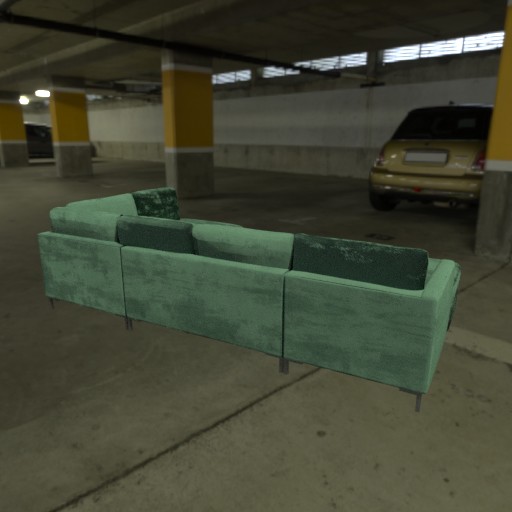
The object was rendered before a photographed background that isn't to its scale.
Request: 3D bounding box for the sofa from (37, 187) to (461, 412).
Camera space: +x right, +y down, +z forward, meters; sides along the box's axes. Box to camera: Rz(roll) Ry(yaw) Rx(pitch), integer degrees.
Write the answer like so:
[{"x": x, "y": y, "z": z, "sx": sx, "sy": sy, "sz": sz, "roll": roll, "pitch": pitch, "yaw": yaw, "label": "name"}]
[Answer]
[{"x": 0.000, "y": 0.000, "z": 4.128, "sx": 3.434, "sy": 0.992, "sz": 2.055, "roll": 8, "pitch": 17, "yaw": 28, "label": "sofa"}]
